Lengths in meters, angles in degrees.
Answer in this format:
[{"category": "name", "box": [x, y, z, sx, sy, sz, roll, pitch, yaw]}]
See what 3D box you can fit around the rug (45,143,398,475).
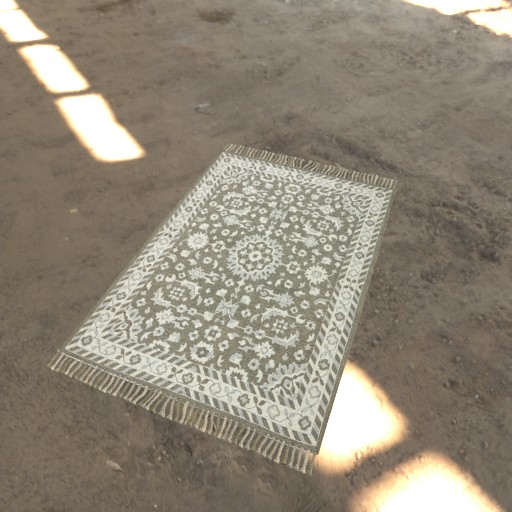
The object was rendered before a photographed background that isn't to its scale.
[{"category": "rug", "box": [0.000, 0.000, 3.005, 1.530, 0.025, 2.431, 16, 48, 15]}]
